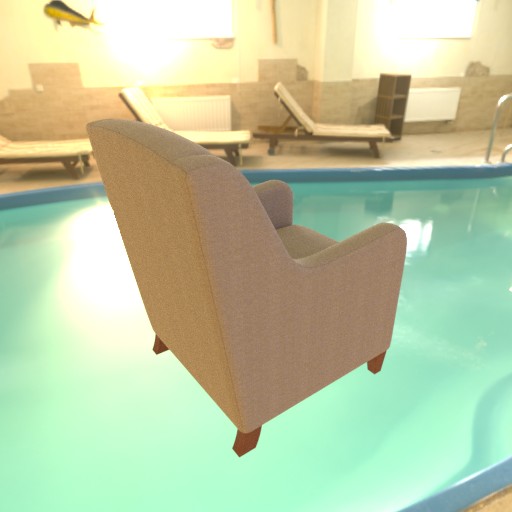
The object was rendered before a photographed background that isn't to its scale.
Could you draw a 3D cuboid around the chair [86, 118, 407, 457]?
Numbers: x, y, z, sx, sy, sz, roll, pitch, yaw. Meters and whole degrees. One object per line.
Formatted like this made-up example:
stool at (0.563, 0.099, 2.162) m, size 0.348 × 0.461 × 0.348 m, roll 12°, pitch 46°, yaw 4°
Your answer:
chair at (0.000, 0.000, 1.639) m, size 0.890 × 1.017 × 0.715 m, roll -18°, pitch 32°, yaw -32°
